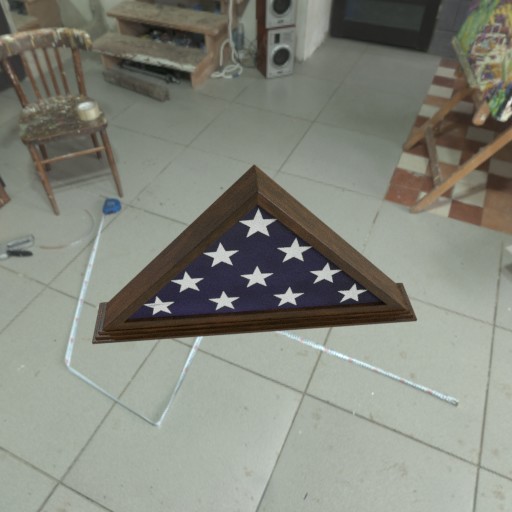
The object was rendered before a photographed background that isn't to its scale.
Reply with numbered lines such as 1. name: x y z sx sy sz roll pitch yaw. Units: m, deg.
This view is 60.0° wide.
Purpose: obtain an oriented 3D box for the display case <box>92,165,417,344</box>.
1. display case: 0.000 0.000 0.781 0.640 0.340 0.095 -3 47 -3
